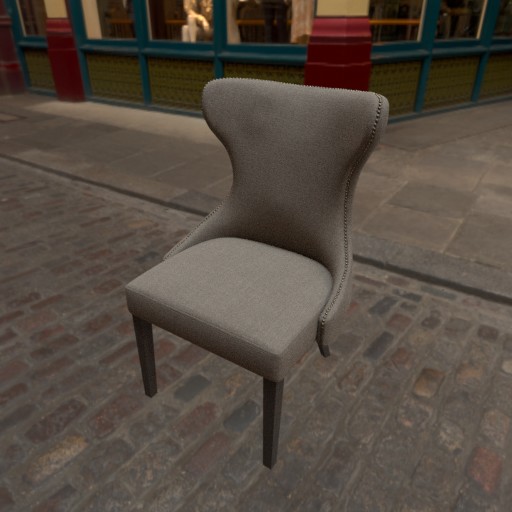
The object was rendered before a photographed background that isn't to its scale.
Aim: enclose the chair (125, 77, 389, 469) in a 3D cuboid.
[{"bbox_3d":[0.000,0.000,1.388,0.628,0.967,0.635,18,34,29],"label":"chair"}]
